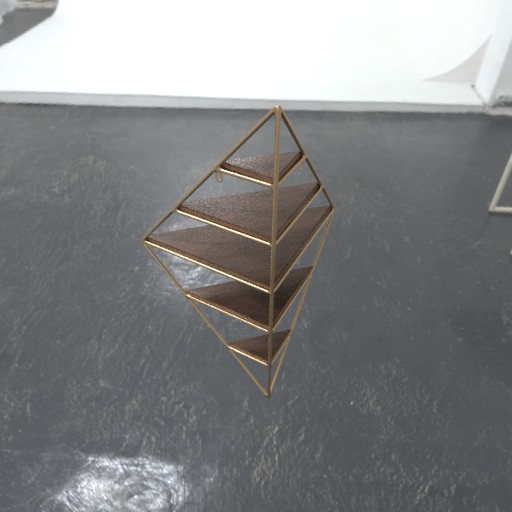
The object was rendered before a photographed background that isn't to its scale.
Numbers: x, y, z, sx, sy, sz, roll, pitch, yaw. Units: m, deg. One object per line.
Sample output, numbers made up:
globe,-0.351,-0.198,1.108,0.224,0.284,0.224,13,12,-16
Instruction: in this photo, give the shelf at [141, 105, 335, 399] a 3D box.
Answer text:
shelf,0.000,0.000,1.152,0.564,0.913,0.294,-10,42,-12
